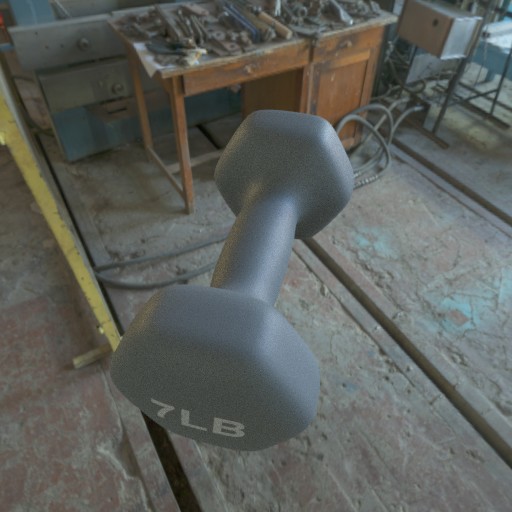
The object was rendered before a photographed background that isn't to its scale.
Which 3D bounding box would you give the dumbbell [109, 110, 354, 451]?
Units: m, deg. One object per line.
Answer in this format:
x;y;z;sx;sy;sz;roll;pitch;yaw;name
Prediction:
0.000;0.000;0.234;0.090;0.081;0.184;11;47;10;dumbbell
